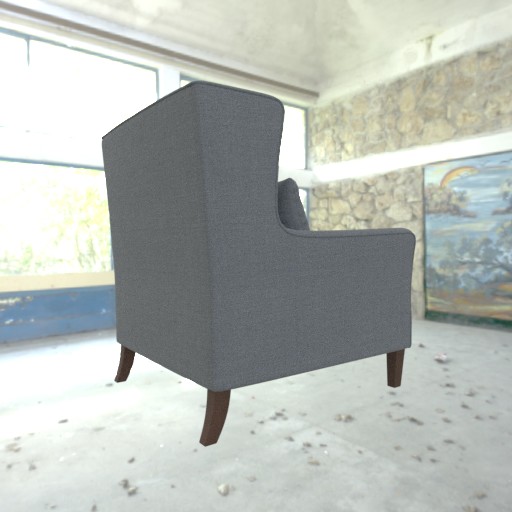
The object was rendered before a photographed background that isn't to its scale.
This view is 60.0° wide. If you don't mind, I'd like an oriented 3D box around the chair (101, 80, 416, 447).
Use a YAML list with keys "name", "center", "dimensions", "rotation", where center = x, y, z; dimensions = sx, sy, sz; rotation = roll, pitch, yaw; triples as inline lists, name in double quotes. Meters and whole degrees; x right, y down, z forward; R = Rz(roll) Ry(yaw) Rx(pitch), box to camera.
- name: "chair"
  center: [0.000, 0.000, 1.825]
  dimensions: [1.040, 1.056, 0.866]
  rotation: [-1, 2, -37]
